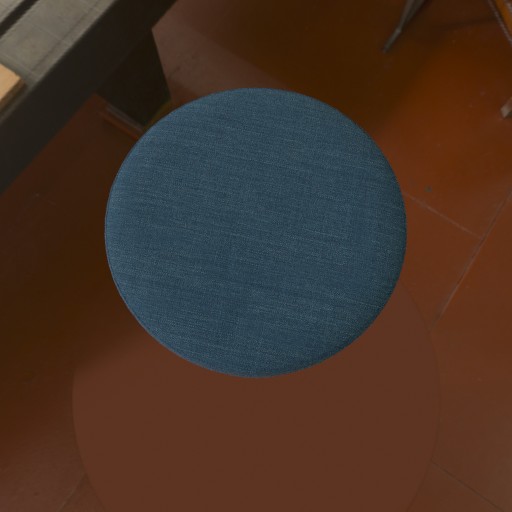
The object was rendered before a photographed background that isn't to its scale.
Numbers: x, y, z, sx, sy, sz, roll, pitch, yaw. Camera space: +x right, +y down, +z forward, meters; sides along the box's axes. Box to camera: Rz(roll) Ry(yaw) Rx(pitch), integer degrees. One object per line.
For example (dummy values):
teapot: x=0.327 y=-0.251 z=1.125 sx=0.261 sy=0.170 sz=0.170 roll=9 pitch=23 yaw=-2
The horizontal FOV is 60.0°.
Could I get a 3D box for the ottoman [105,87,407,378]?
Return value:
ottoman: x=0.000 y=0.000 z=0.751 sx=0.398 sy=0.406 sz=0.398 roll=0 pitch=75 yaw=0
